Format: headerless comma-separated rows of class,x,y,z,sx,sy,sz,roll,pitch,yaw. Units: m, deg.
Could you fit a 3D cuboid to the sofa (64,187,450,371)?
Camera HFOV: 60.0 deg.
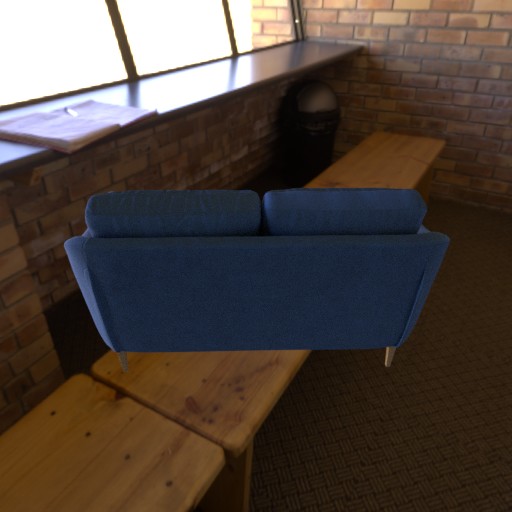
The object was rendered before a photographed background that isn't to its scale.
sofa,0.000,0.000,2.164,1.619,0.902,0.960,-1,32,-1
